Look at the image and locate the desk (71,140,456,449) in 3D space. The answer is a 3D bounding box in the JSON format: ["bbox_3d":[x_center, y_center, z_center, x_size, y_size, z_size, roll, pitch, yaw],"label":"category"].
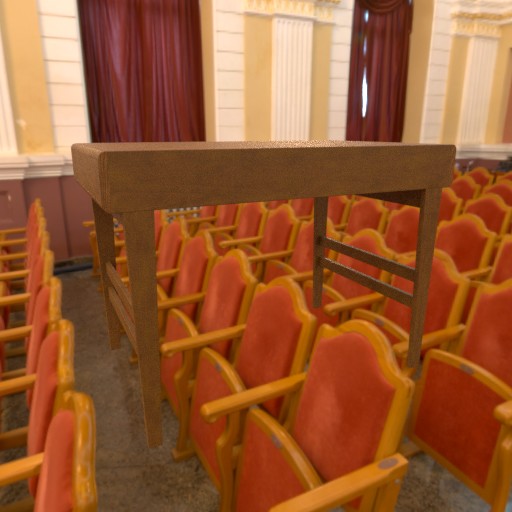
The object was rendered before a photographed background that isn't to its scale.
[{"bbox_3d":[0.000,0.000,1.536,1.066,0.754,0.660,-8,18,-25],"label":"desk"}]
